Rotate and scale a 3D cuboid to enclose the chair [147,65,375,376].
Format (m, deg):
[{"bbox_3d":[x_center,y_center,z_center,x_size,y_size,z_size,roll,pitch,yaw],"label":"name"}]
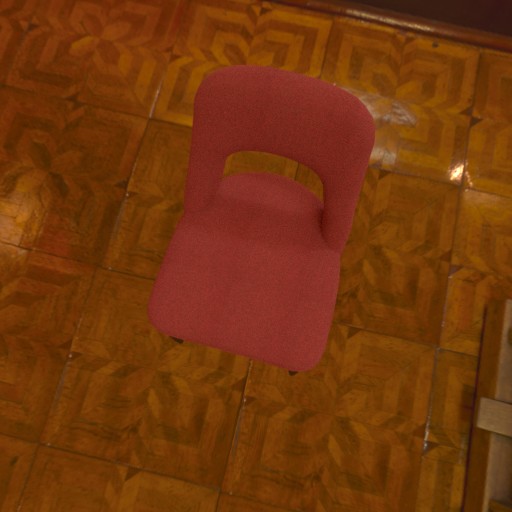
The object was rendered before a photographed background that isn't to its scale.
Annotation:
[{"bbox_3d":[0.000,0.000,1.231,0.483,0.892,0.569,15,77,4],"label":"chair"}]
